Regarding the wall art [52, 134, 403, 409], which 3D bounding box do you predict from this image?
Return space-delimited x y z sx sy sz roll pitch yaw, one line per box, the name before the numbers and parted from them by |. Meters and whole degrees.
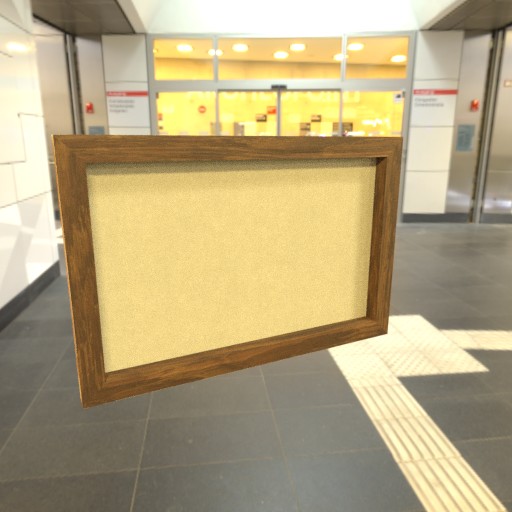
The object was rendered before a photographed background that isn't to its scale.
wall art | 0.000 0.000 0.774 0.609 0.405 0.035 -7 16 -26
